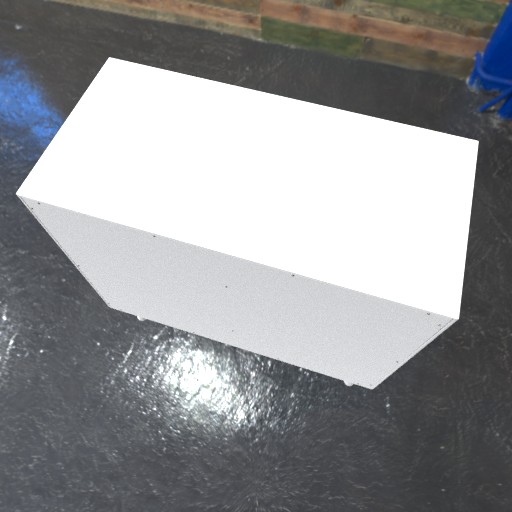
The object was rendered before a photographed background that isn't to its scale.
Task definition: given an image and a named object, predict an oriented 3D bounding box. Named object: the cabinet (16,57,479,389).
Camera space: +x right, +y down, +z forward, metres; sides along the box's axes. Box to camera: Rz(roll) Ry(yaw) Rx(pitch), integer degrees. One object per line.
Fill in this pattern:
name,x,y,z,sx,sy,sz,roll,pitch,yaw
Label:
cabinet,0.000,0.000,1.183,0.800,0.761,0.398,16,64,8
